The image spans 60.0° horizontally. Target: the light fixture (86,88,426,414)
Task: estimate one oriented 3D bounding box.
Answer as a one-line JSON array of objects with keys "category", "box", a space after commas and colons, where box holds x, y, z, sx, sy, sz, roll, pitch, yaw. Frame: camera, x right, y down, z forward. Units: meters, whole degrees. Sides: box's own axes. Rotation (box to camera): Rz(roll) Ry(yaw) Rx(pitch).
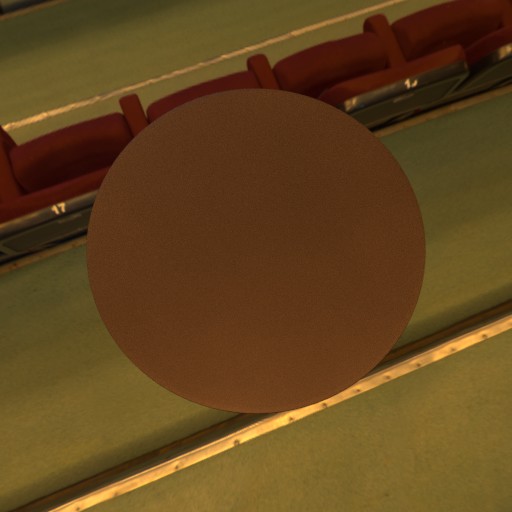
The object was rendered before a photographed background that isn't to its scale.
[{"category": "light fixture", "box": [0.000, 0.000, 0.431, 0.280, 0.135, 0.280, 0, 75, 0]}]
